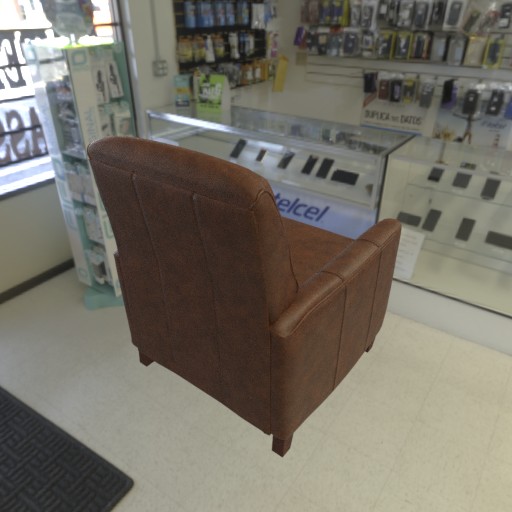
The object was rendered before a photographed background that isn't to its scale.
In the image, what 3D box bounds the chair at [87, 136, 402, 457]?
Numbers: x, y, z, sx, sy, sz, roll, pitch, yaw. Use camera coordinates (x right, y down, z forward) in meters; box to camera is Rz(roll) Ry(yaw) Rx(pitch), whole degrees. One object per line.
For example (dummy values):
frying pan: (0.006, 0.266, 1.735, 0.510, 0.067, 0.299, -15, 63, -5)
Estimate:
chair: (0.000, 0.000, 1.666, 0.839, 1.010, 0.850, 21, 37, 32)
